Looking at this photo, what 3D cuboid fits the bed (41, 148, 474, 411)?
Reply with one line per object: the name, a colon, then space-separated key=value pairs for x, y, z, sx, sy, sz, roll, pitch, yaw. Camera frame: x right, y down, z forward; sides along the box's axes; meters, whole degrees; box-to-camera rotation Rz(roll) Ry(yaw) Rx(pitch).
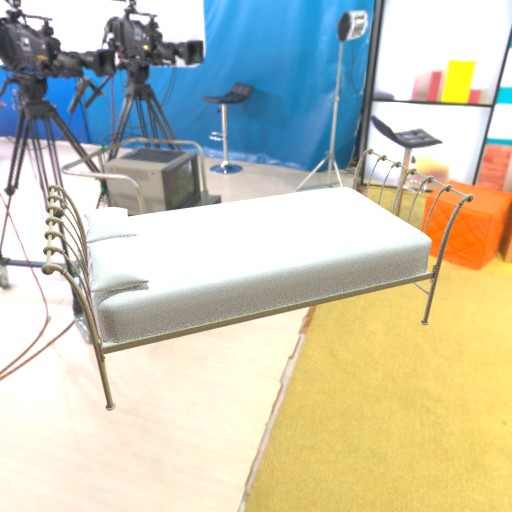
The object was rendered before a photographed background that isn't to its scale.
bed: x=0.000 y=0.000 z=2.737 sx=2.228 sy=0.873 sz=1.032 roll=-10 pitch=31 yaw=-18
